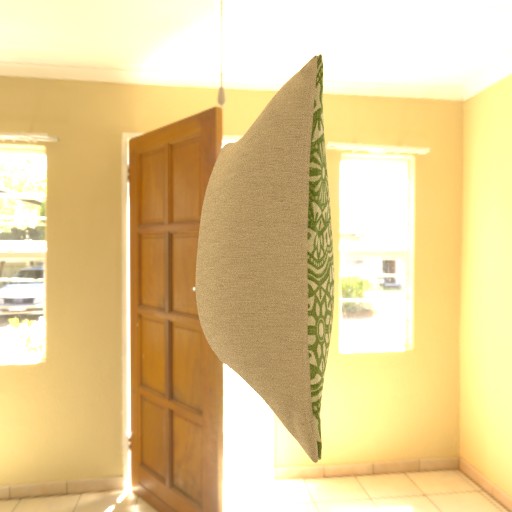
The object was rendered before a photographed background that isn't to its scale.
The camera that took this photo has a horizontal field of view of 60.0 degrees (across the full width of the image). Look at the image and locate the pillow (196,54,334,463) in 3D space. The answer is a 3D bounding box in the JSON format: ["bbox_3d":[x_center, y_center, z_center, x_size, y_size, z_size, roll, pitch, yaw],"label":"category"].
[{"bbox_3d":[0.000,0.000,0.658,0.162,0.419,0.440,0,1,-17],"label":"pillow"}]
